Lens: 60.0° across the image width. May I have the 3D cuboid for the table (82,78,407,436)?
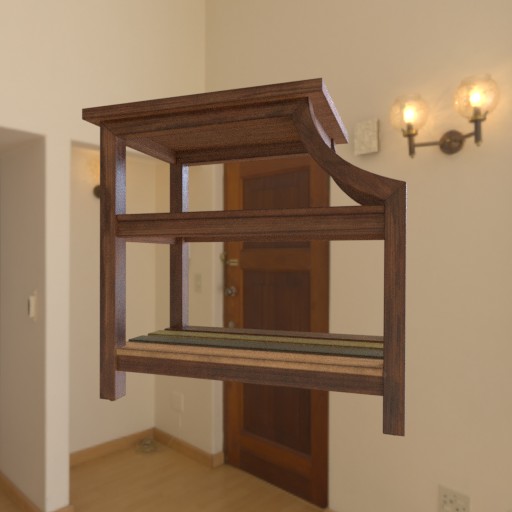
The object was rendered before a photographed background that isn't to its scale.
[{"bbox_3d":[0.000,0.000,0.949,0.609,0.584,0.356,0,0,19],"label":"table"}]
